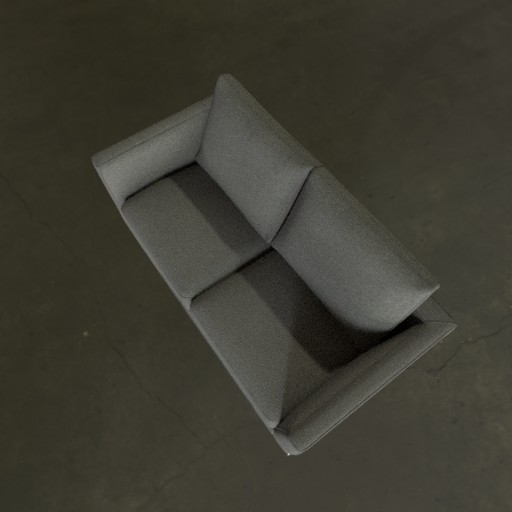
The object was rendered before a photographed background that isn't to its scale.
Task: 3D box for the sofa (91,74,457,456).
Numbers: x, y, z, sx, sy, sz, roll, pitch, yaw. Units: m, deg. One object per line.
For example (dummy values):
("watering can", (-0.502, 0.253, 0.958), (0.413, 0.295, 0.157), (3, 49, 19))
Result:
("sofa", (0.000, 0.000, 2.098), (0.803, 0.924, 1.594), (-33, 67, -16))
